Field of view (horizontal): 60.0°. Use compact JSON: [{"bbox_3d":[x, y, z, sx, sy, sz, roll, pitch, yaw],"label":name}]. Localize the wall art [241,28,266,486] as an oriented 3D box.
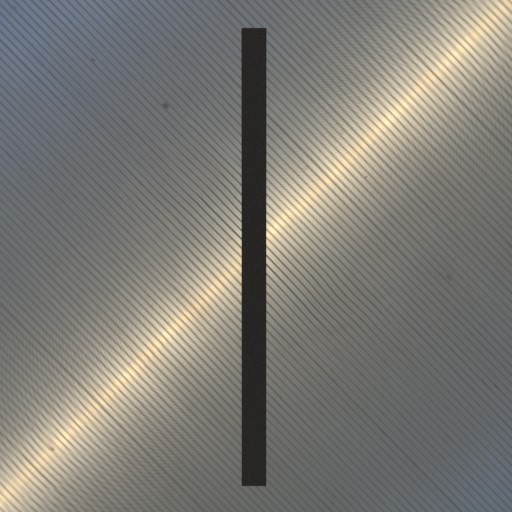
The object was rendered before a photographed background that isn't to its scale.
[{"bbox_3d":[0.000,0.000,0.768,0.031,0.457,0.558,0,91,1],"label":"wall art"}]
